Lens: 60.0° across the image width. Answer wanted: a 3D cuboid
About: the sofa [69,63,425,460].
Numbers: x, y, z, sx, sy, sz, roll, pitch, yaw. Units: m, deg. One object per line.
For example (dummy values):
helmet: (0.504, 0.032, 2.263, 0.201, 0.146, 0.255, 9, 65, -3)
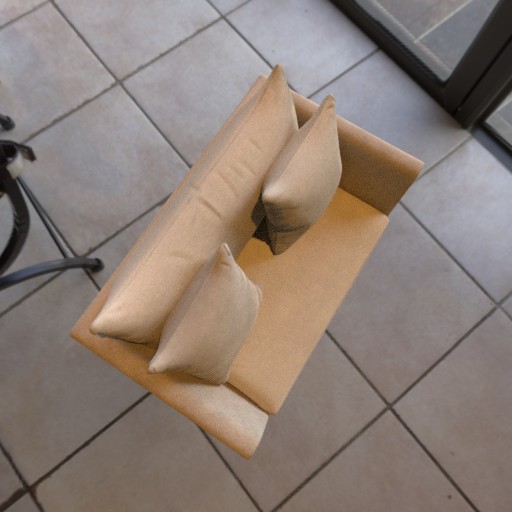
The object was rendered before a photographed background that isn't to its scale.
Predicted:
sofa: (0.000, 0.000, 2.275, 1.035, 1.040, 1.608, 32, 77, 8)
